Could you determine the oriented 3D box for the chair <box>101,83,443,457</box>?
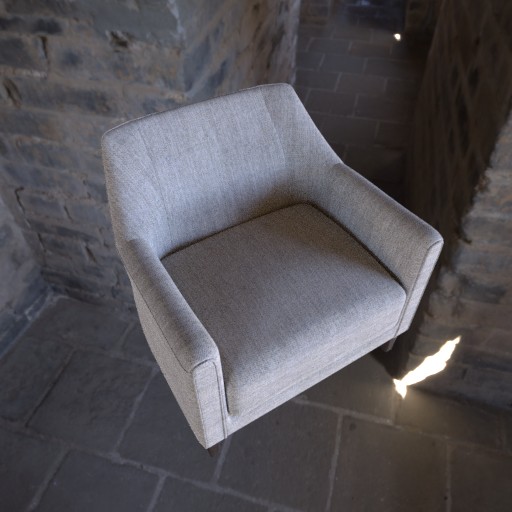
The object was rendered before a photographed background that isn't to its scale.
[{"bbox_3d":[0.000,0.000,1.417,0.796,0.761,0.758,-24,50,-21],"label":"chair"}]
